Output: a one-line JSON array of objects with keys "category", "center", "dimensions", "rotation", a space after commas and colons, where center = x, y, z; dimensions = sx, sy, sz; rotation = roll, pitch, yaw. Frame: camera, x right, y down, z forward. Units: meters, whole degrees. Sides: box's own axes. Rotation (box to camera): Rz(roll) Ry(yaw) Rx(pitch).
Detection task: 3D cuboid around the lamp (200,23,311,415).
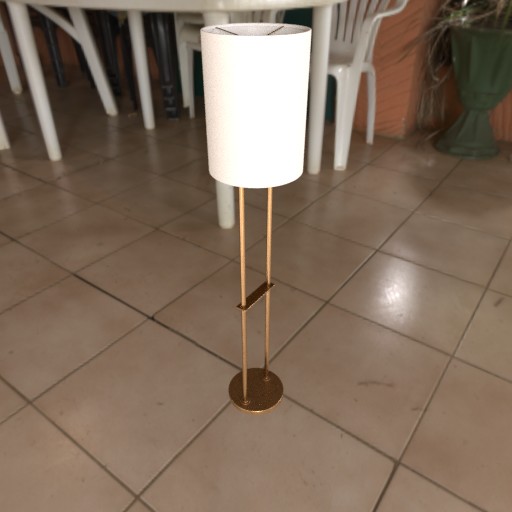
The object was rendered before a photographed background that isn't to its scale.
[{"category": "lamp", "center": [0.000, 0.000, 1.634], "dimensions": [0.305, 1.500, 0.306], "rotation": [21, 39, 29]}]
